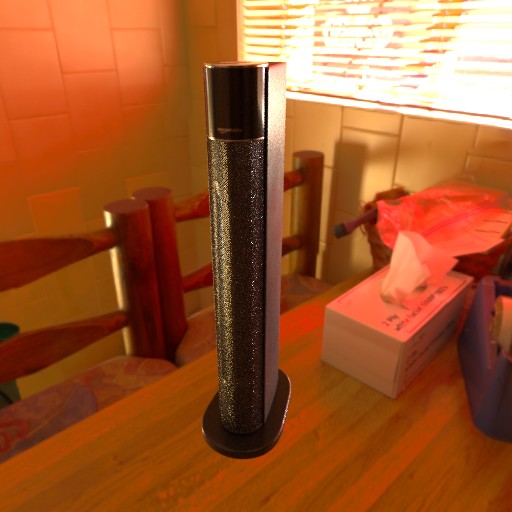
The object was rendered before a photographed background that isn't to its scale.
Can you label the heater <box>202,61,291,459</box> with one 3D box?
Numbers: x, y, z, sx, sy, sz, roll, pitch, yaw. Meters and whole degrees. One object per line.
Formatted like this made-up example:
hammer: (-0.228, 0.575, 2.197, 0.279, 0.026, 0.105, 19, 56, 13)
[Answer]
heater: (0.000, 0.000, 1.053, 0.214, 0.856, 0.458, 8, 28, 16)
